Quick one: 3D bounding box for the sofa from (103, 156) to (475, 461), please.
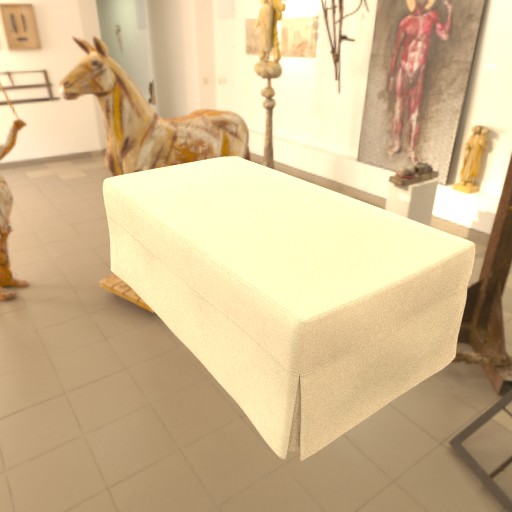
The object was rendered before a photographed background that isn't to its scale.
[{"bbox_3d":[0.000,0.000,2.106,0.939,0.552,1.677,-18,32,-32],"label":"sofa"}]
